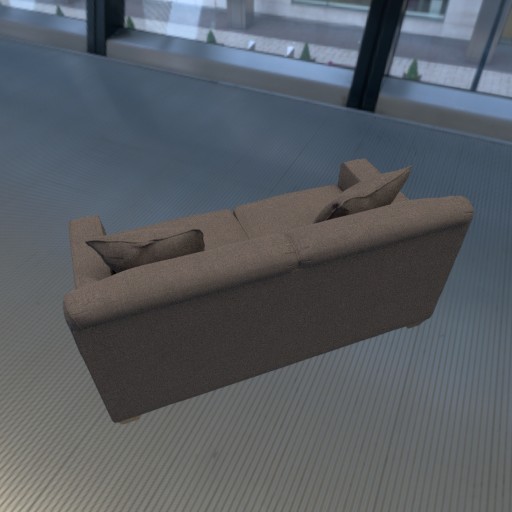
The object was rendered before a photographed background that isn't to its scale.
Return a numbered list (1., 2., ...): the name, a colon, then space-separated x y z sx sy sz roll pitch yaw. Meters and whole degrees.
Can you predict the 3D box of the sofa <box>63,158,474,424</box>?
1. sofa: 0.000 0.000 2.426 1.846 0.958 1.000 -15 45 -15
